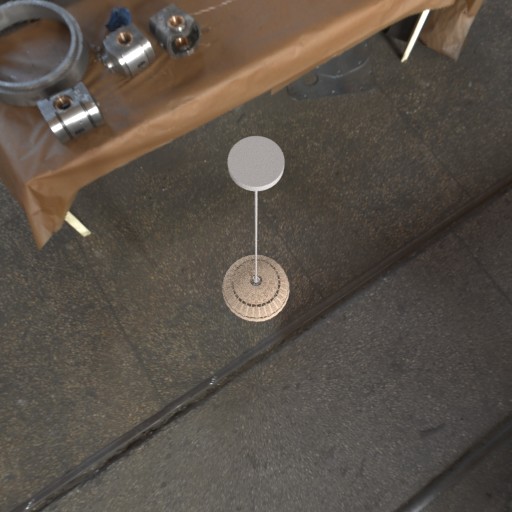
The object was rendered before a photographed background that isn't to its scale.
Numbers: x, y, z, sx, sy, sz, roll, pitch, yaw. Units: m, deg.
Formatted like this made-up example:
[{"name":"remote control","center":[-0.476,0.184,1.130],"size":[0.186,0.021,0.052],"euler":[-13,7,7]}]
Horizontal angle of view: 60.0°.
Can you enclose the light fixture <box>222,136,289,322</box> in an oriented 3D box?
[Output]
[{"name":"light fixture","center":[0.000,0.000,2.272],"size":[0.457,2.019,0.457],"euler":[22,75,6]}]
